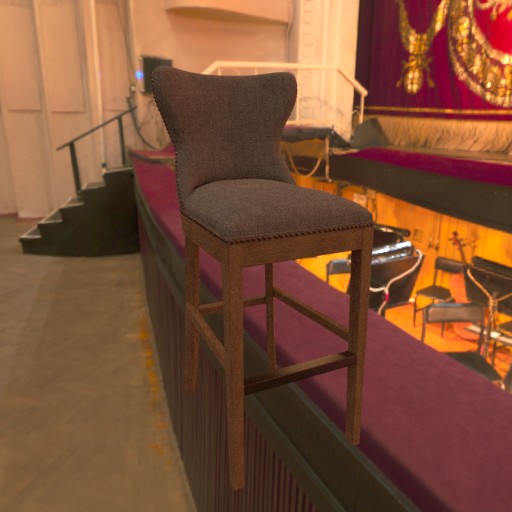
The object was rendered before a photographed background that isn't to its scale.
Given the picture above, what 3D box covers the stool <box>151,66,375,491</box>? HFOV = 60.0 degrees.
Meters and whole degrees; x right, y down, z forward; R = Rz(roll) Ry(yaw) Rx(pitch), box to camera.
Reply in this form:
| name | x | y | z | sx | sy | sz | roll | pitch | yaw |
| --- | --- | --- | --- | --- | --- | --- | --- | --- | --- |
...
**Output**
| name | x | y | z | sx | sy | sz | roll | pitch | yaw |
| --- | --- | --- | --- | --- | --- | --- | --- | --- | --- |
| stool | 0.000 | 0.000 | 1.391 | 0.494 | 1.123 | 0.606 | -8 | 19 | -25 |
